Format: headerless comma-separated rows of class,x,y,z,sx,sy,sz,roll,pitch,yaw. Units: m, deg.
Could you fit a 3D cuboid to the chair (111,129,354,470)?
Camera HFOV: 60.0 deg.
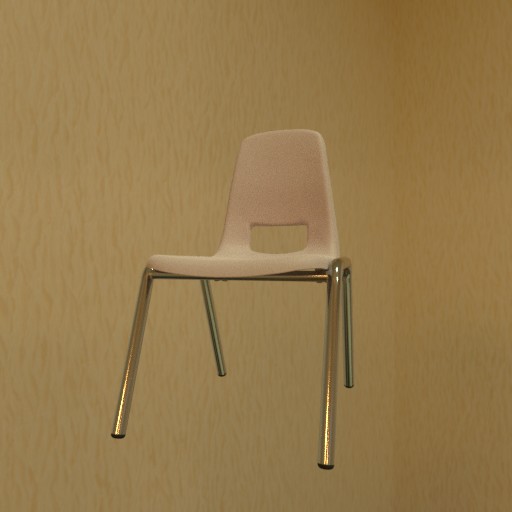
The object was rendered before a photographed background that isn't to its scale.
chair,0.000,0.000,0.848,0.354,0.586,0.423,0,0,18
